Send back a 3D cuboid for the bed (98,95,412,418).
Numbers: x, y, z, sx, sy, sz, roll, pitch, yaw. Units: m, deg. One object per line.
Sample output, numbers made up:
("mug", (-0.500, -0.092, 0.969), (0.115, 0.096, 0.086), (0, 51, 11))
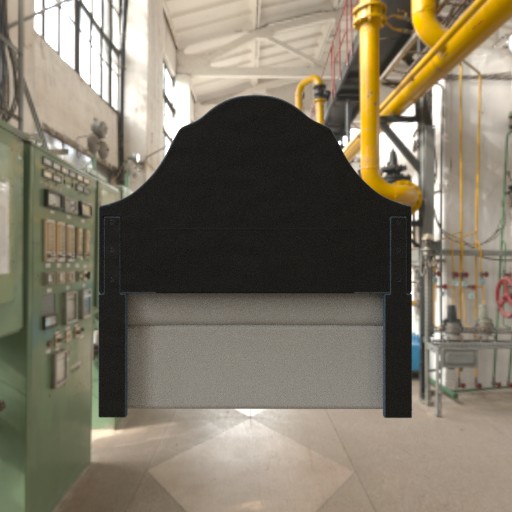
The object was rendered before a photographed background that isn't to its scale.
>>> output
("bed", (0.000, 0.000, 3.228), (1.636, 1.575, 2.155), (0, 0, 0))
